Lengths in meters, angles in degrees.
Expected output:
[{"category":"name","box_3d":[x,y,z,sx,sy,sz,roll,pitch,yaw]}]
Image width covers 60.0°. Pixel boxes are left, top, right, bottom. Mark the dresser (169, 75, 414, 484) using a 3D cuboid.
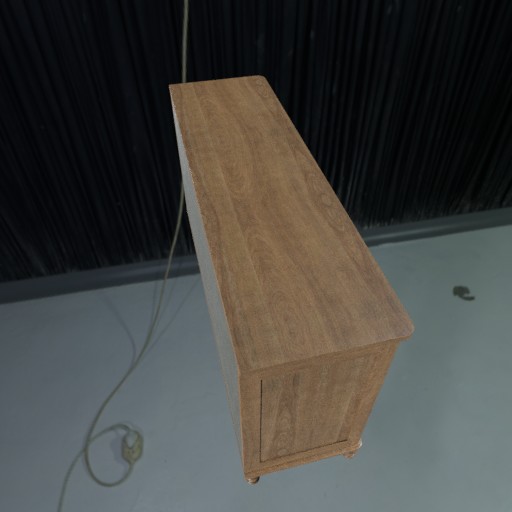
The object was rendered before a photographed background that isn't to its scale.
[{"category":"dresser","box_3d":[0.000,0.000,1.945,0.468,0.892,1.583,-10,46,-10]}]
